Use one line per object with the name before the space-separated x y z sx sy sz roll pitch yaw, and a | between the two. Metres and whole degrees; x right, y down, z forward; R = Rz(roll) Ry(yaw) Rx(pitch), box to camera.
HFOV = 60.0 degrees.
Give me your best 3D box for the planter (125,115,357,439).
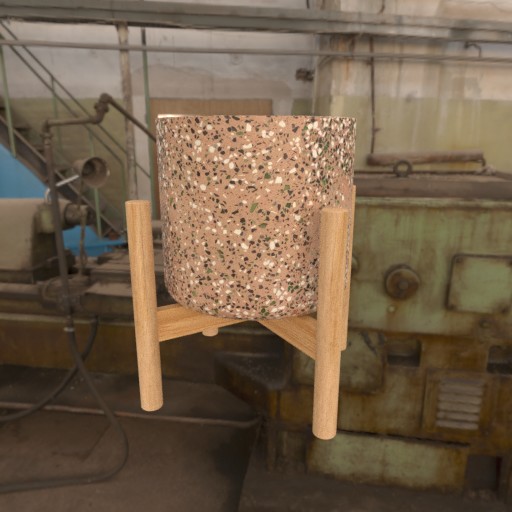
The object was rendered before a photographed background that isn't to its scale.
planter | 0.000 0.000 0.543 0.284 0.320 0.284 -2 16 -8
